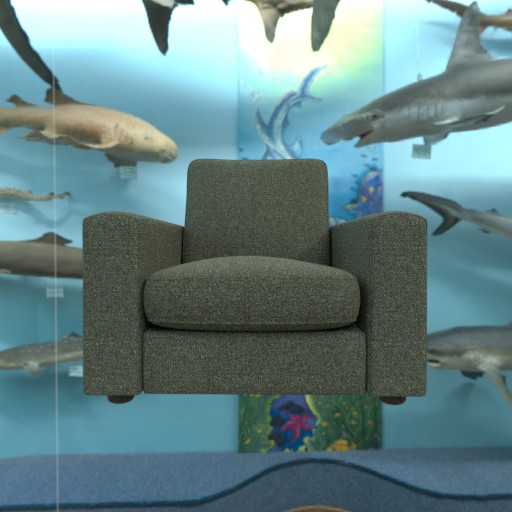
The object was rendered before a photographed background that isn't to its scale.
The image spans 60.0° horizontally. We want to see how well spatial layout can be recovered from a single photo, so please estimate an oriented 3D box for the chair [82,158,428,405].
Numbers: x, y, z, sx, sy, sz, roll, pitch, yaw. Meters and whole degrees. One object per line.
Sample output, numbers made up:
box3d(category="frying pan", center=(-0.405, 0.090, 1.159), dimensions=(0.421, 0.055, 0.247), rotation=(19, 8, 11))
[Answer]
box3d(category="chair", center=(0.000, 0.000, 1.737), dimensions=(1.005, 0.873, 1.016), rotation=(0, 1, 1))
